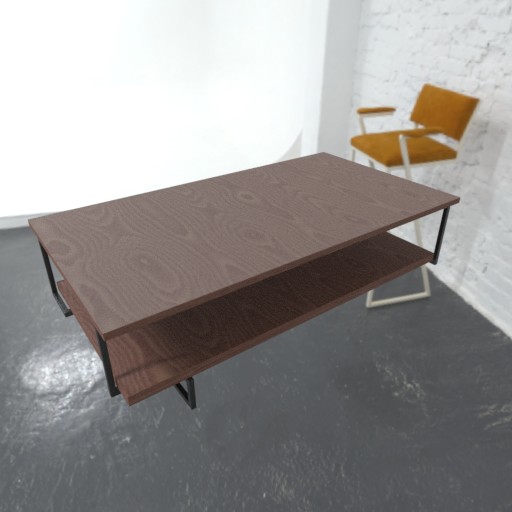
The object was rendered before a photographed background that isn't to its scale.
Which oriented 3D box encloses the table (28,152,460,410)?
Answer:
[{"bbox_3d":[0.000,0.000,1.471,1.197,0.347,0.651,-20,35,-31],"label":"table"}]
